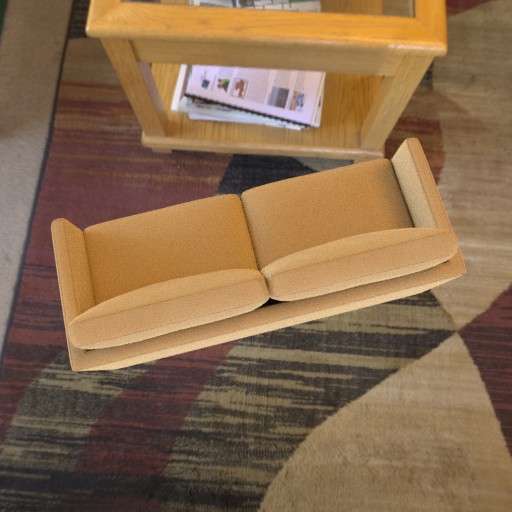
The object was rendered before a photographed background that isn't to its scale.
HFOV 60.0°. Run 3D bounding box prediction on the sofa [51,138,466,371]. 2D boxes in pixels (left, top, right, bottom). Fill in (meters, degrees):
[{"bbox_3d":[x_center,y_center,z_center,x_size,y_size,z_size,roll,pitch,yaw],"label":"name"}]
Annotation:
[{"bbox_3d":[0.000,0.000,2.902,2.361,0.968,0.951,-14,77,-3],"label":"sofa"}]
